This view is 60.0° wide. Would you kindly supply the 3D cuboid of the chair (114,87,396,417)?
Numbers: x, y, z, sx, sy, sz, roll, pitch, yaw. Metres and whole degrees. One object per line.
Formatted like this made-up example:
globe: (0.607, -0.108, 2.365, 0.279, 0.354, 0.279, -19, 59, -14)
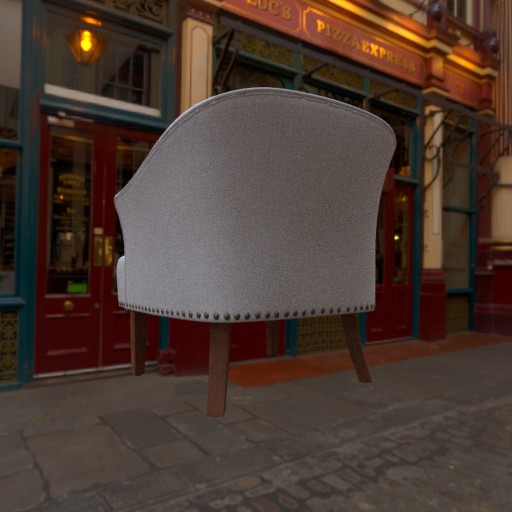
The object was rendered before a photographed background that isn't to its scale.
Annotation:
chair: (0.000, 0.000, 1.439, 0.798, 0.815, 0.704, 1, -2, -35)
